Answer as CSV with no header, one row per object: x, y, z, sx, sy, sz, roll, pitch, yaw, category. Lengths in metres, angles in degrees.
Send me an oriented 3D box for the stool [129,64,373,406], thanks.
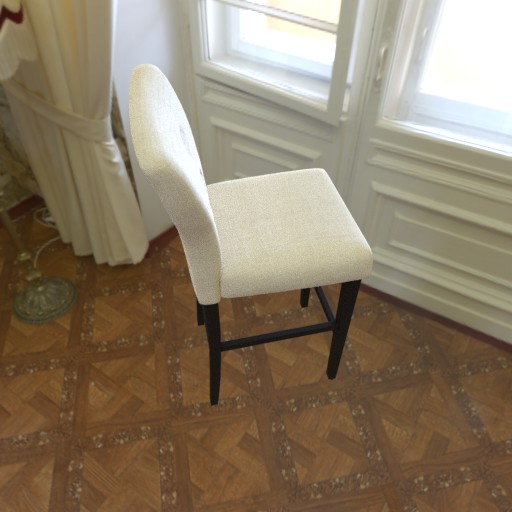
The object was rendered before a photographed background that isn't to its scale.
0.000,0.000,1.463,0.603,1.124,0.516,-9,46,-9,stool
